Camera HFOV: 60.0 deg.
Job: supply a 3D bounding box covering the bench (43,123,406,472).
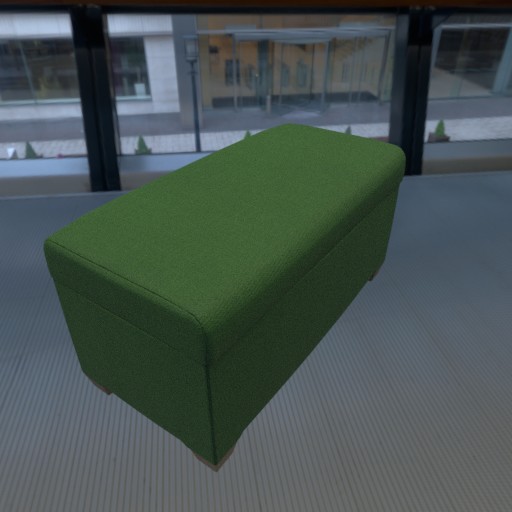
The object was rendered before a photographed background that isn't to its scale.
[{"bbox_3d":[0.000,0.000,1.287,0.505,0.501,0.989,21,39,29],"label":"bench"}]
